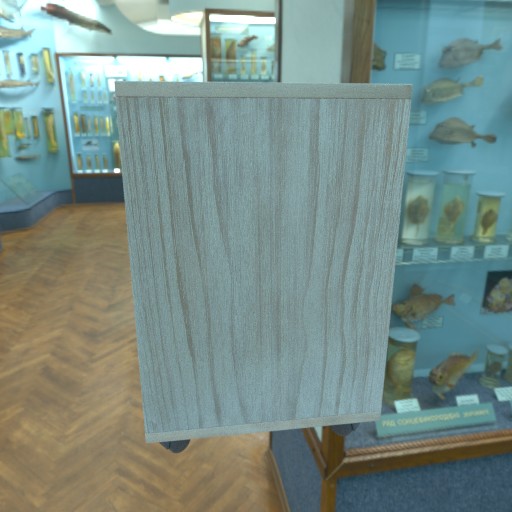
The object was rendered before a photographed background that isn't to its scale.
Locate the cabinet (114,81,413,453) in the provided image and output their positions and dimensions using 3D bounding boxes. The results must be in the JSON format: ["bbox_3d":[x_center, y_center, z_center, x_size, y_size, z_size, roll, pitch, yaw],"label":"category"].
[{"bbox_3d":[0.000,0.000,0.833,0.401,0.579,0.409,-2,17,-8],"label":"cabinet"}]
